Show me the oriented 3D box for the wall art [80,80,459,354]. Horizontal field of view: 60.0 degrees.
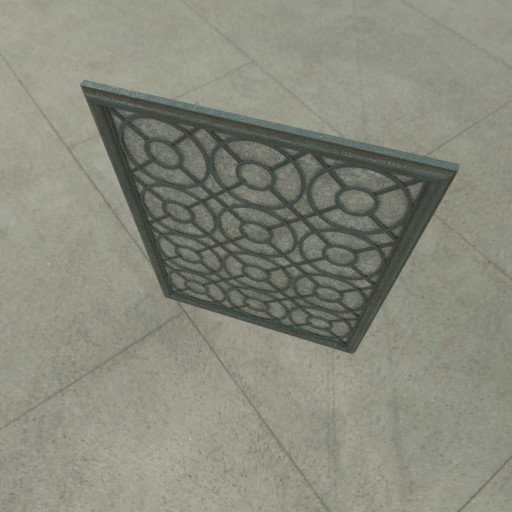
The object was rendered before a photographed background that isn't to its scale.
[{"bbox_3d":[0.000,0.000,1.278,0.767,0.983,0.030,16,60,9],"label":"wall art"}]
